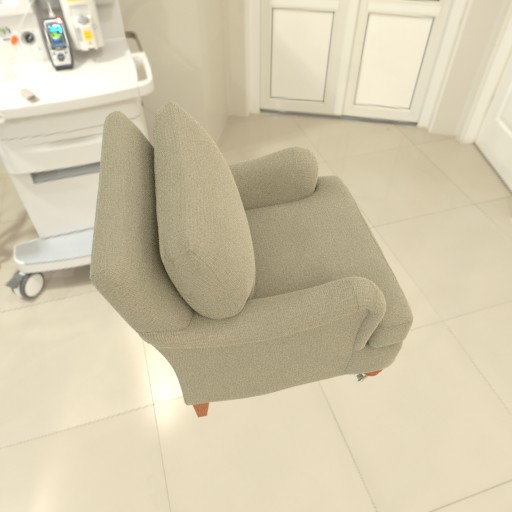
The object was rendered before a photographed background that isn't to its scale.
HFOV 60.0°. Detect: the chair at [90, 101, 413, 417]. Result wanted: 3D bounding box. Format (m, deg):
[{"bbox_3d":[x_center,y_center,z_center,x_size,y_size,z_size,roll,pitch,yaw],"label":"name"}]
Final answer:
[{"bbox_3d":[0.000,0.000,1.862,1.070,1.038,0.955,-8,47,-7],"label":"chair"}]
